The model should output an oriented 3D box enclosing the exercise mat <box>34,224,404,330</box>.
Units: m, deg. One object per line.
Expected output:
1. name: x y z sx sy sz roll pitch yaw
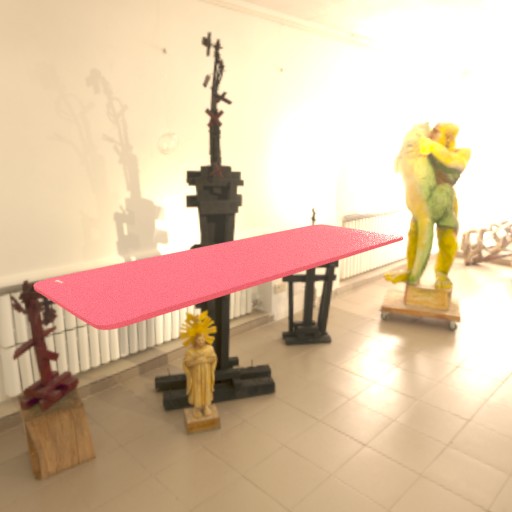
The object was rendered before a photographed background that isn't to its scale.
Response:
1. exercise mat: 0.000 0.000 2.147 0.616 0.021 1.884 14 20 43
